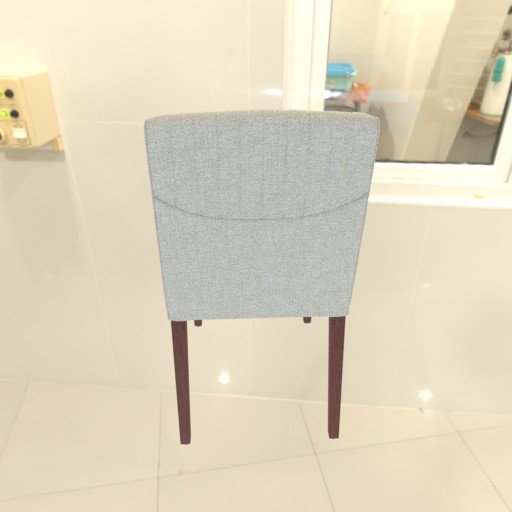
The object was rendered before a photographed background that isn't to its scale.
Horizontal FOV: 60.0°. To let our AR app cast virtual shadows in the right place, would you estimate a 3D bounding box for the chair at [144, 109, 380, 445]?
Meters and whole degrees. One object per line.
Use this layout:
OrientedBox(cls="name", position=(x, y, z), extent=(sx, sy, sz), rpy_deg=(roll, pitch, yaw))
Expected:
OrientedBox(cls="chair", position=(0.000, 0.000, 1.238), extent=(0.480, 0.900, 0.594), rpy_deg=(-1, 30, -2))
